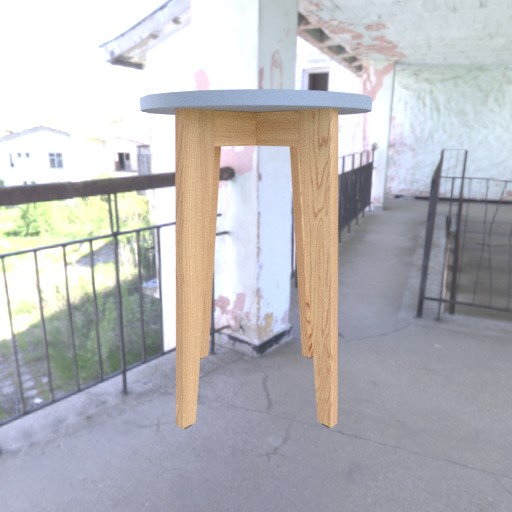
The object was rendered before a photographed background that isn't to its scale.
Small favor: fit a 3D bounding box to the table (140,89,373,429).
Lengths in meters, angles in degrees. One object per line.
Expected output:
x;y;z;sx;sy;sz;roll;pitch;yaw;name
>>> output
0.000;0.000;0.753;0.350;0.500;0.350;0;15;0;table
